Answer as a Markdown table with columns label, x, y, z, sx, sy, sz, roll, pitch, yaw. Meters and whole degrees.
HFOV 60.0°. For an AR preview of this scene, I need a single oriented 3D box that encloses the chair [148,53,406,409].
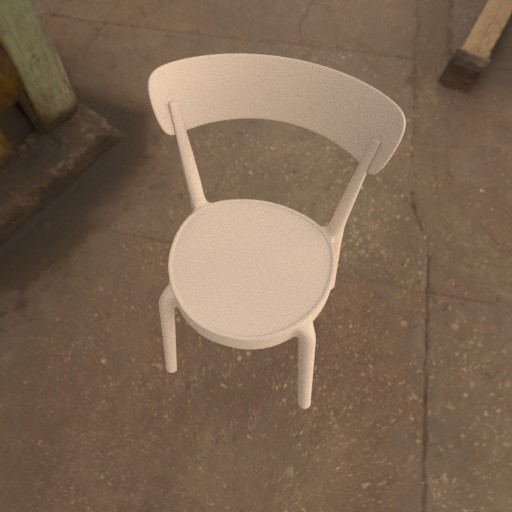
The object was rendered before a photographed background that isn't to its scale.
| label | x | y | z | sx | sy | sz | roll | pitch | yaw |
| --- | --- | --- | --- | --- | --- | --- | --- | --- | --- |
| chair | 0.000 | 0.000 | 1.114 | 0.506 | 0.790 | 0.491 | 13 | 60 | 7 |
